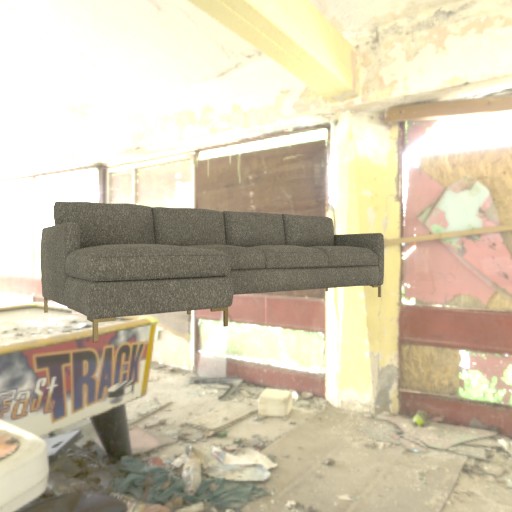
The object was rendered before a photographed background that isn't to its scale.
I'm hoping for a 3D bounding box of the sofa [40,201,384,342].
[{"bbox_3d":[0.000,0.000,3.501,2.932,0.810,1.350,-1,1,-36],"label":"sofa"}]
